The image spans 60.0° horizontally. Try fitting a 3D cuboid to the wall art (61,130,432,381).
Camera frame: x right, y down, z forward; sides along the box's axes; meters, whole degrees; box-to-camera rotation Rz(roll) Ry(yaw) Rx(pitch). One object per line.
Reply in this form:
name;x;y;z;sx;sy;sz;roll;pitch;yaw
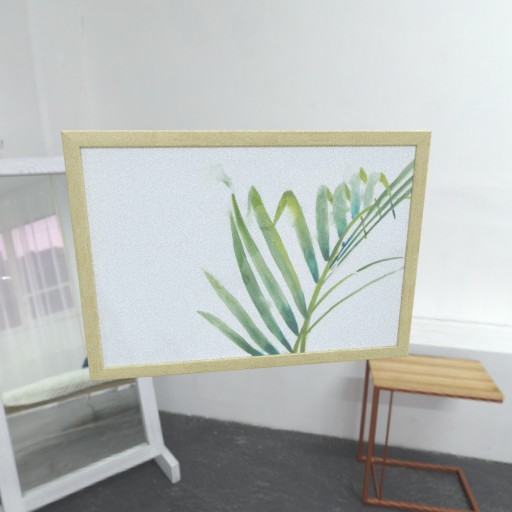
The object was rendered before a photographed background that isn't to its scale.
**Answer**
wall art;0.000;0.000;0.698;0.533;0.381;0.032;-2;16;-8
